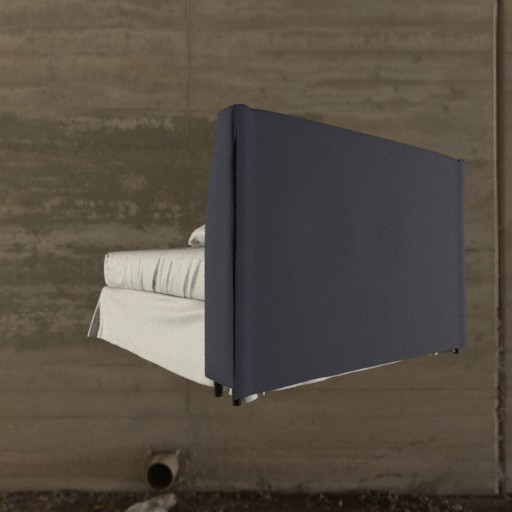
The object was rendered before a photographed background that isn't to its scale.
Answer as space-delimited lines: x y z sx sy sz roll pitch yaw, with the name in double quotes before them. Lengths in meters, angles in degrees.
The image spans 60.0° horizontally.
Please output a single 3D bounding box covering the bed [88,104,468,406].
"bed" 0.000 0.000 3.351 1.925 1.332 2.276 0 0 -36
